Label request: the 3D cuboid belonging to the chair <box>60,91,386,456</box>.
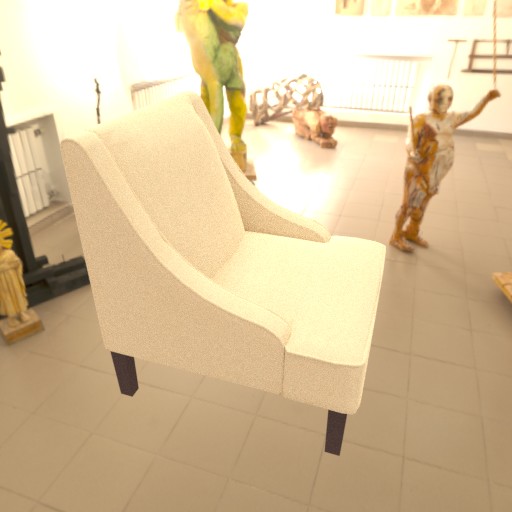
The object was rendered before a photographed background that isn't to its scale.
[{"bbox_3d":[0.000,0.000,1.451,0.806,0.886,0.689,10,32,16],"label":"chair"}]
